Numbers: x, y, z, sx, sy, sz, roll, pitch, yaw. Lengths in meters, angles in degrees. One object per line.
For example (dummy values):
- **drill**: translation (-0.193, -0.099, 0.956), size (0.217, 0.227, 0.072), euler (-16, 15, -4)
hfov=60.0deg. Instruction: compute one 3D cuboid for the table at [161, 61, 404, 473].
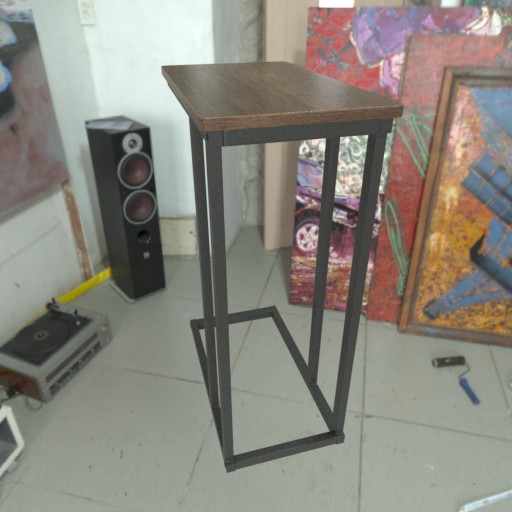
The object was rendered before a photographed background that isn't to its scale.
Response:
- **table**: translation (0.000, 0.000, 0.857), size (0.254, 0.637, 0.450), euler (-8, 31, -14)
